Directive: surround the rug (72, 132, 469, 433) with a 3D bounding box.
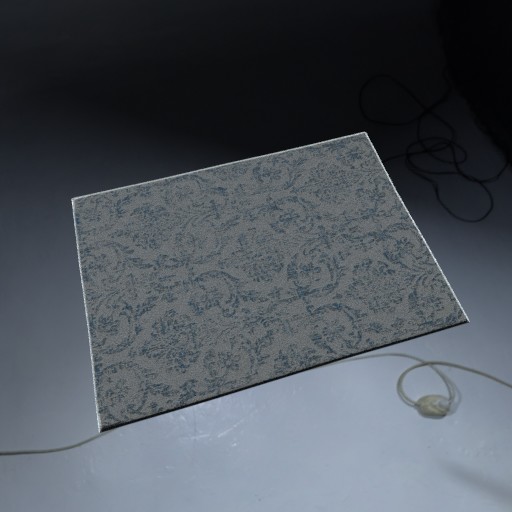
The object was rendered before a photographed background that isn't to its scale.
[{"bbox_3d":[0.000,0.000,2.859,2.197,0.014,1.586,-14,63,-8],"label":"rug"}]
